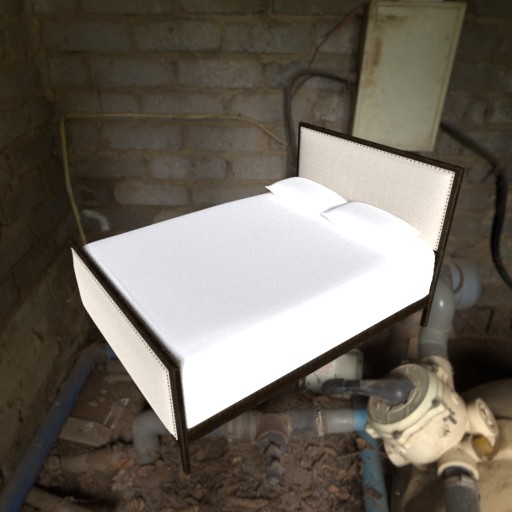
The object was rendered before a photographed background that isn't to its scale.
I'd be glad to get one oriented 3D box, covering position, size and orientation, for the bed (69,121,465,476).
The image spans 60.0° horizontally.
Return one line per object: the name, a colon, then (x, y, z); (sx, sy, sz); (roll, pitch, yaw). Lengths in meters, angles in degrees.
bed: (0.000, 0.000, 3.214); (2.221, 1.313, 1.607); (-20, 36, -31)
